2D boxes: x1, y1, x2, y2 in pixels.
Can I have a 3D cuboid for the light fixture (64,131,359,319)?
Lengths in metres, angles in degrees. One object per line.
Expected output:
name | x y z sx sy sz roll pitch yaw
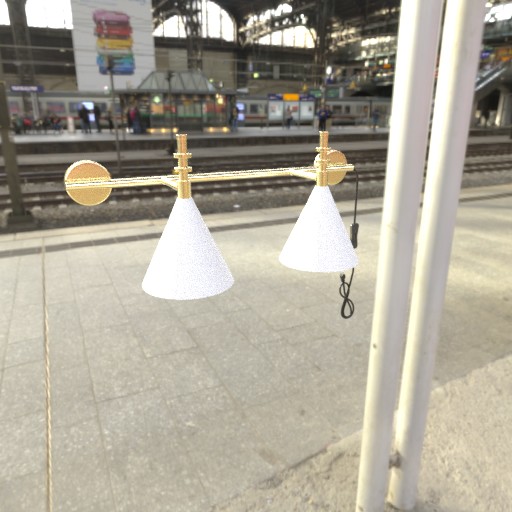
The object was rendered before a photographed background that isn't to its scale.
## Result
light fixture | 0.000 0.000 0.868 0.642 0.468 0.239 -9 20 -26
